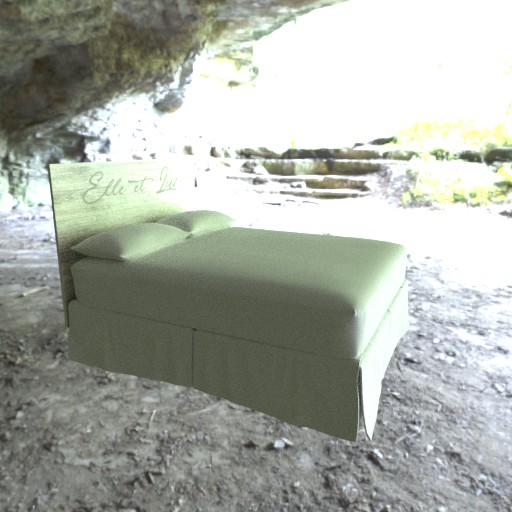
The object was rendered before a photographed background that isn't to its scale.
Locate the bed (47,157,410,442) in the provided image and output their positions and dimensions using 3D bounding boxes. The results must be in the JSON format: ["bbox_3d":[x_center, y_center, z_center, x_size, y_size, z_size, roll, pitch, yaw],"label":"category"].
[{"bbox_3d":[0.000,0.000,3.227,2.094,1.335,1.745,7,16,25],"label":"bed"}]
